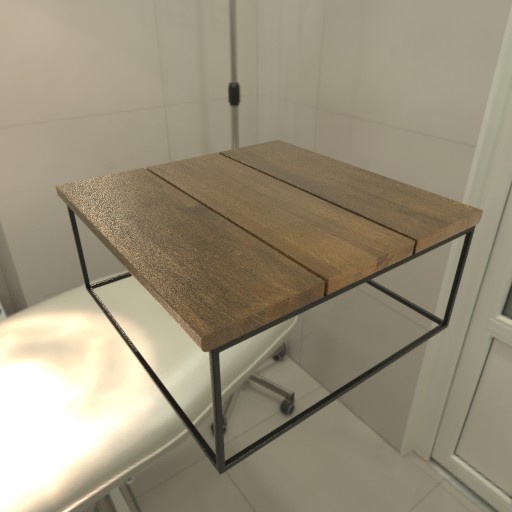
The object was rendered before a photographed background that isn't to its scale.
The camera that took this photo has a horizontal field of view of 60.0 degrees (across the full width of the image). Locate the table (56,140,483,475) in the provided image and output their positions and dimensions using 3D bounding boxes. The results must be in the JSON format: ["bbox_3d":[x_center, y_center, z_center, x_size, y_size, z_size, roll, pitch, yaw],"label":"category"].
[{"bbox_3d":[0.000,0.000,1.407,0.900,0.400,0.900,-20,35,-31],"label":"table"}]
